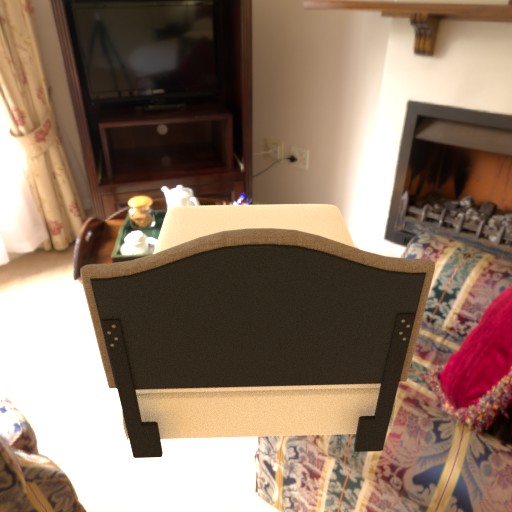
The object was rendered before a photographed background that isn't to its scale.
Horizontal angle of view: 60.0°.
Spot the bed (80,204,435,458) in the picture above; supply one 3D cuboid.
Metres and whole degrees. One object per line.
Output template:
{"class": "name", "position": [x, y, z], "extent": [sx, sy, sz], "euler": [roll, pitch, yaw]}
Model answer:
{"class": "bed", "position": [0.000, 0.000, 3.215], "extent": [1.713, 1.518, 2.153], "euler": [-1, 32, -2]}
